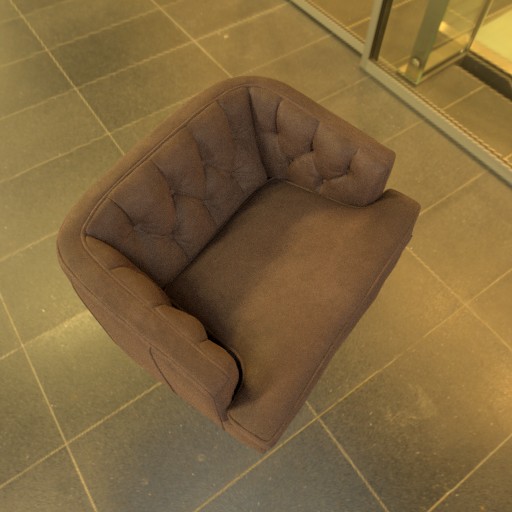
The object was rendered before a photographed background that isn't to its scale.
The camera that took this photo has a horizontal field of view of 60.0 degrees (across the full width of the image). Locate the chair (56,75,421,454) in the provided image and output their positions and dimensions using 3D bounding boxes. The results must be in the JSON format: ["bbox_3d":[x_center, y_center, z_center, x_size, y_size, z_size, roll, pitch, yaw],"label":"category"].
[{"bbox_3d":[0.000,0.000,1.695,0.914,0.787,1.118,31,64,17],"label":"chair"}]
